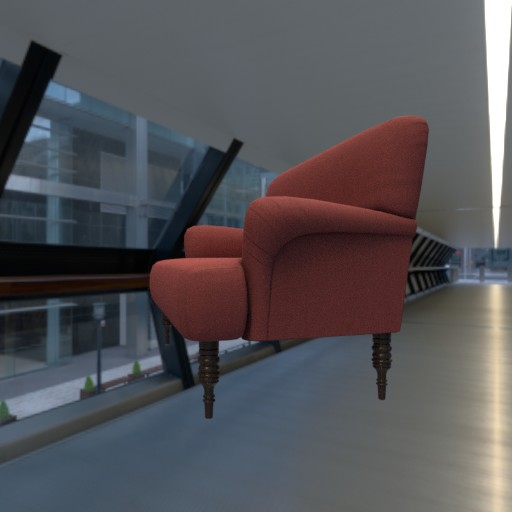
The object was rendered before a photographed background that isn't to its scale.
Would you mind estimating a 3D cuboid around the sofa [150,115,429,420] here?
[{"bbox_3d":[0.000,0.000,1.808,0.779,0.889,1.297,0,0,-17],"label":"sofa"}]
